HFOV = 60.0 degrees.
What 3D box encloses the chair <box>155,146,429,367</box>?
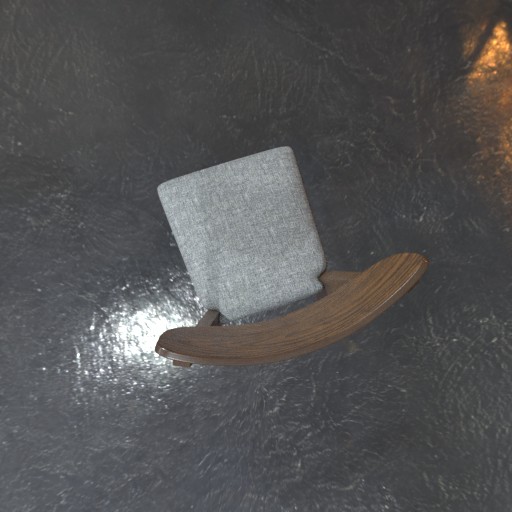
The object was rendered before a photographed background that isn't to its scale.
[{"bbox_3d":[0.000,0.000,1.196,0.491,0.849,0.583,-18,75,-5],"label":"chair"}]
